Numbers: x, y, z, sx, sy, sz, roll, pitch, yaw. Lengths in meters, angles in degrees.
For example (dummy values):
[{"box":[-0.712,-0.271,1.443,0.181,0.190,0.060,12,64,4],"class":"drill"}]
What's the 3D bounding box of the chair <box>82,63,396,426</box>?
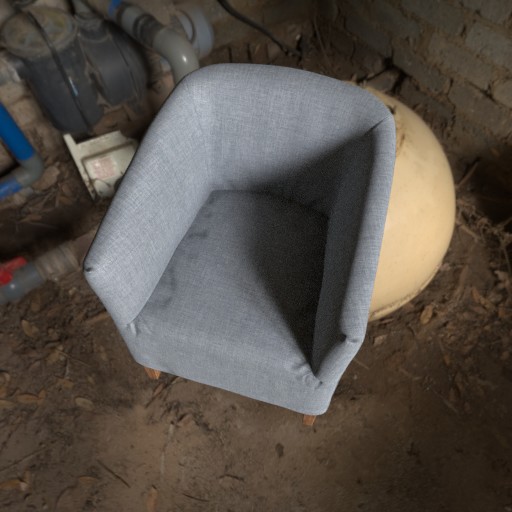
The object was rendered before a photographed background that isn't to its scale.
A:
[{"box":[0.000,0.000,1.264,0.600,0.771,0.668,14,58,9],"class":"chair"}]
